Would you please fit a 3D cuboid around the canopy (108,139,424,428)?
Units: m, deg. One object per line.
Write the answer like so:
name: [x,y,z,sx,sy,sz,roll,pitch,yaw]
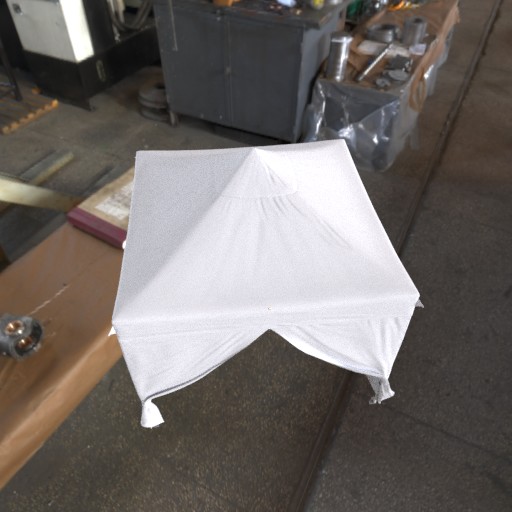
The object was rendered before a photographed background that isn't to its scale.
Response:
canopy: [0.000,0.000,5.577,3.043,2.997,3.121,-5,45,-5]
